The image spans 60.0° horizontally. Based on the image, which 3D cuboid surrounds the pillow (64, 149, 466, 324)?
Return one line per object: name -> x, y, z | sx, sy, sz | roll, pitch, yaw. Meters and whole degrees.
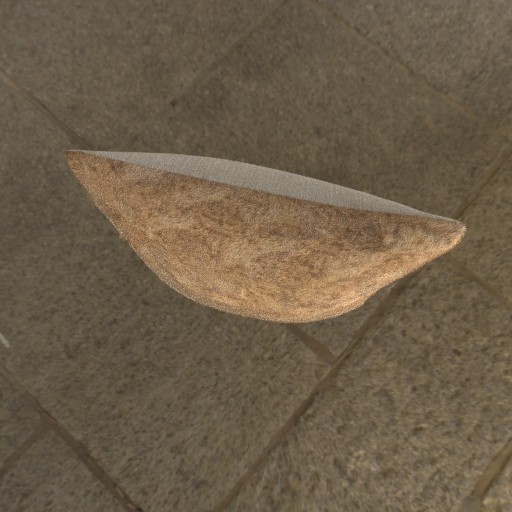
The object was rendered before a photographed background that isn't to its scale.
pillow -> 0.000, 0.000, 0.805 | 0.538, 0.525, 0.216 | 12, 75, 3
